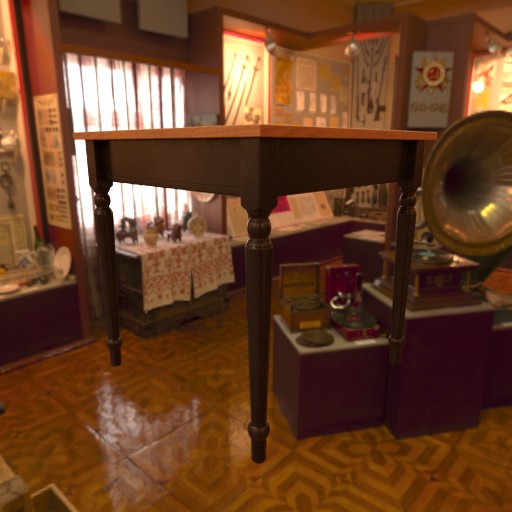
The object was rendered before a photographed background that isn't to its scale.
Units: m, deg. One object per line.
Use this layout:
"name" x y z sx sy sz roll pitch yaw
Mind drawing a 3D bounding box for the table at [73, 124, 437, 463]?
"table" 0.000 0.000 1.372 0.747 0.738 0.747 13 19 43
